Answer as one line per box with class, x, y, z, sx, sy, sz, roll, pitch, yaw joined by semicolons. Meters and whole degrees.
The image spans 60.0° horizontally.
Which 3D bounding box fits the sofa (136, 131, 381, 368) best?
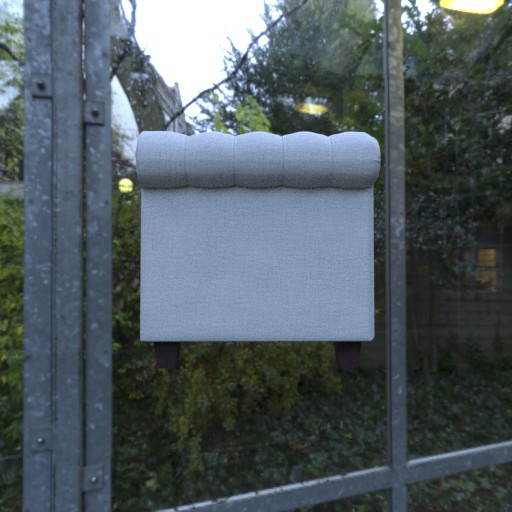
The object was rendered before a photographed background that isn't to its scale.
sofa;0.000;0.000;2.262;0.783;0.797;1.798;0;-2;-1
